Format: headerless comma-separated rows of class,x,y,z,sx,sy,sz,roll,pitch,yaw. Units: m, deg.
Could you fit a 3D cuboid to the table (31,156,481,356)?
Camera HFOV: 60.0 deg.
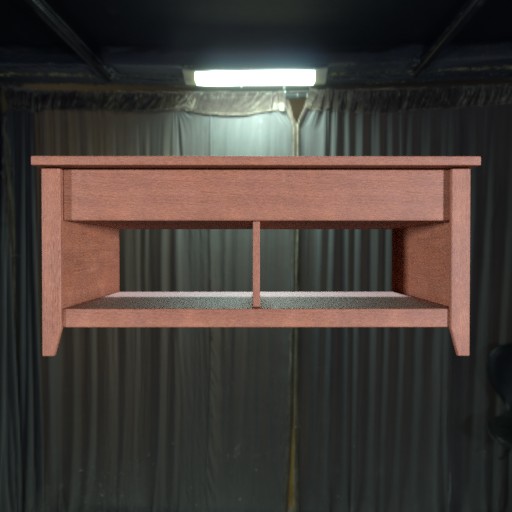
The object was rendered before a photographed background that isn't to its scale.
table,0.000,0.000,1.243,1.016,0.457,0.483,0,1,0
